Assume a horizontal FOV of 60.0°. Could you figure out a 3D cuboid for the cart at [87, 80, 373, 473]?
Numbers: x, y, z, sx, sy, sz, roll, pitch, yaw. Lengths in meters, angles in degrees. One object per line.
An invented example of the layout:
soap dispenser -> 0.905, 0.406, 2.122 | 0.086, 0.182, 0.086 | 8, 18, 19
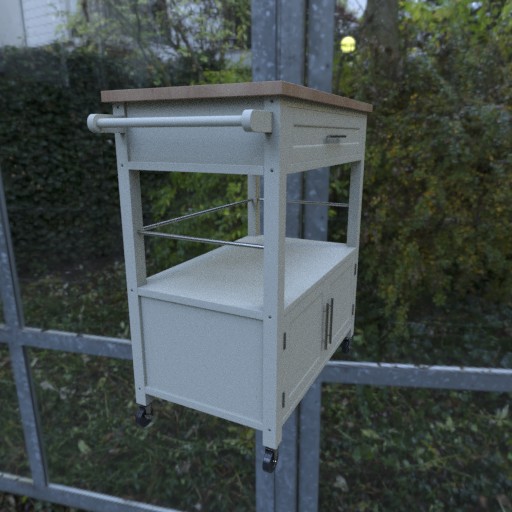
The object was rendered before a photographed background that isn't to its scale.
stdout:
cart -> 0.000, 0.000, 1.340 | 0.459, 0.901, 0.840 | 8, 17, 26
